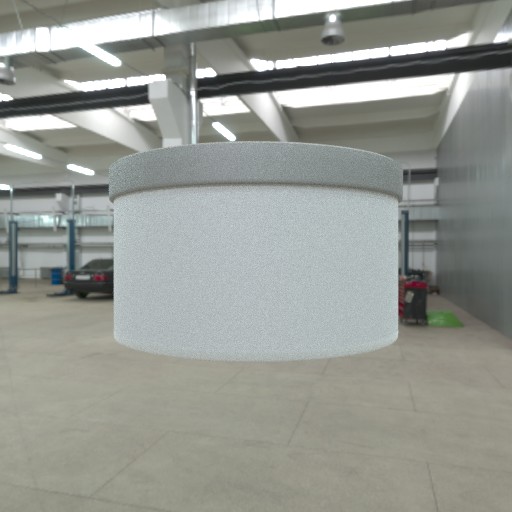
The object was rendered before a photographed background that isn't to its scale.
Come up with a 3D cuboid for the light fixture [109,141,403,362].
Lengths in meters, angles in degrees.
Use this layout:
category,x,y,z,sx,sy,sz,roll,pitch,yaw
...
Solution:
category,x,y,z,sx,sy,sz,roll,pitch,yaw
light fixture,0.000,0.000,0.625,0.393,0.229,0.393,0,0,0
